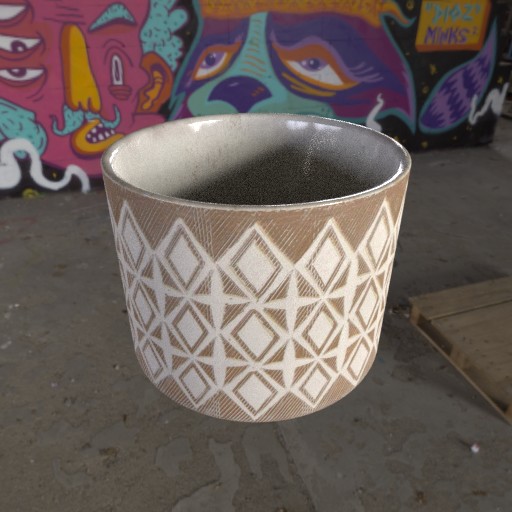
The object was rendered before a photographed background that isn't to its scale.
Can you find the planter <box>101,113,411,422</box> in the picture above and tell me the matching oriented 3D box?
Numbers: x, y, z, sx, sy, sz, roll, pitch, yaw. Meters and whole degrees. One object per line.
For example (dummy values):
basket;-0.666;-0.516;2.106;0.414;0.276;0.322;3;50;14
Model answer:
planter;0.000;0.000;0.329;0.193;0.165;0.193;0;30;0
